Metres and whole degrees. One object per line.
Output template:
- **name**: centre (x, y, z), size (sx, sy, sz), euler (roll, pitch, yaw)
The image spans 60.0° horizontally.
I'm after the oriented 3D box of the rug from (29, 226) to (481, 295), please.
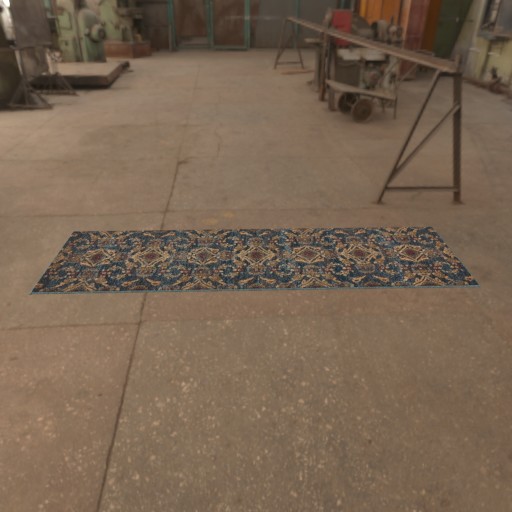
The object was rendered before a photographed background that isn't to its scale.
- **rug**: centre (0.000, 0.000, 2.538), size (2.292, 0.014, 0.685), euler (-1, 31, -1)
